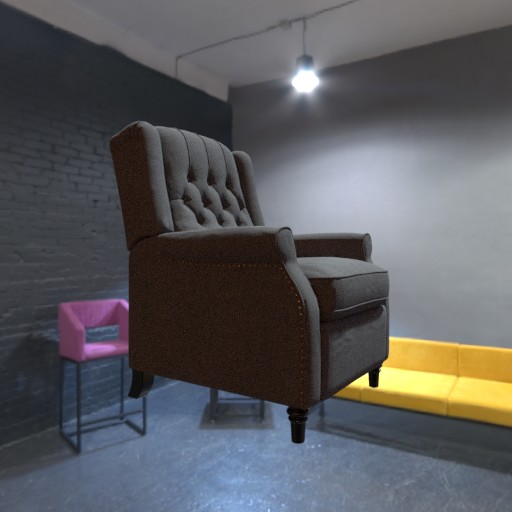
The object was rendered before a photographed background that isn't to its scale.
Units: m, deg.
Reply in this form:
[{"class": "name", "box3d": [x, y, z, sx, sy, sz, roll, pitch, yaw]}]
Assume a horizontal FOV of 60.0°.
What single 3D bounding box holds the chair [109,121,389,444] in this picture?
[{"class": "chair", "box3d": [0.000, 0.000, 1.690, 0.898, 1.035, 0.742, 1, 1, 35]}]
